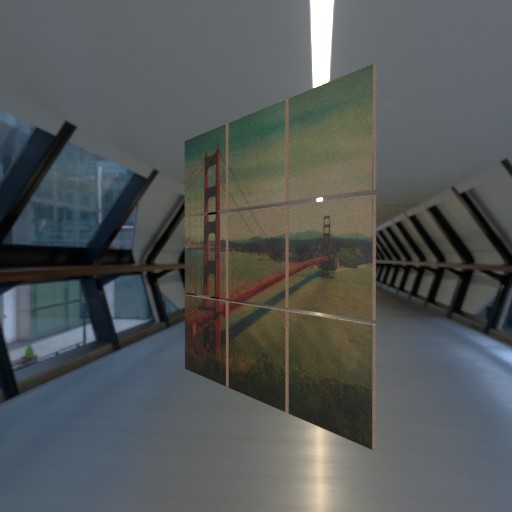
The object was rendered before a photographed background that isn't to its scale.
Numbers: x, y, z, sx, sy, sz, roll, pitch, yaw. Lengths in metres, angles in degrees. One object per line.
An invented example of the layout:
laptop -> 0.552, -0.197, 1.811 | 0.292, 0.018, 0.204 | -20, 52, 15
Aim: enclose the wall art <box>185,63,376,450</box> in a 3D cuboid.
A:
wall art -> 0.000, 0.000, 1.410 | 0.012, 0.910, 0.917 | 0, 1, -38
